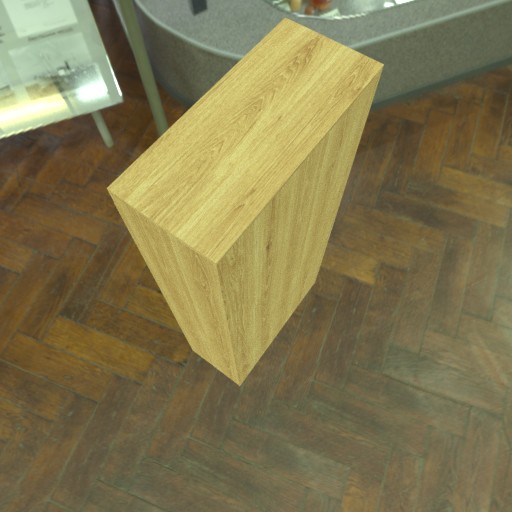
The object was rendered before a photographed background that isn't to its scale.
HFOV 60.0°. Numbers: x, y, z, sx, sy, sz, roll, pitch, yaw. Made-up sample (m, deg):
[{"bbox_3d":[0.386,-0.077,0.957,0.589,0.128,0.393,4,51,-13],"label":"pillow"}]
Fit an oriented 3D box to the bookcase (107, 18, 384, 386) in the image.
[{"bbox_3d":[0.000,0.000,2.351,0.420,2.020,0.950,33,69,15],"label":"bookcase"}]
